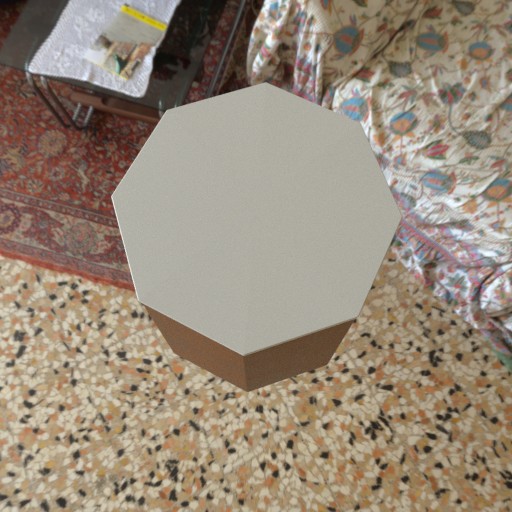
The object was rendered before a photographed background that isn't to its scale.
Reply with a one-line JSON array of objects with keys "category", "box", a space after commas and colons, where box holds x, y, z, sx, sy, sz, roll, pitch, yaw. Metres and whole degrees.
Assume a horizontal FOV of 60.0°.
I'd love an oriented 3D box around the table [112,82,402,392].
[{"category": "table", "box": [0.000, 0.000, 0.783, 0.439, 0.457, 0.439, -19, 75, -5]}]
